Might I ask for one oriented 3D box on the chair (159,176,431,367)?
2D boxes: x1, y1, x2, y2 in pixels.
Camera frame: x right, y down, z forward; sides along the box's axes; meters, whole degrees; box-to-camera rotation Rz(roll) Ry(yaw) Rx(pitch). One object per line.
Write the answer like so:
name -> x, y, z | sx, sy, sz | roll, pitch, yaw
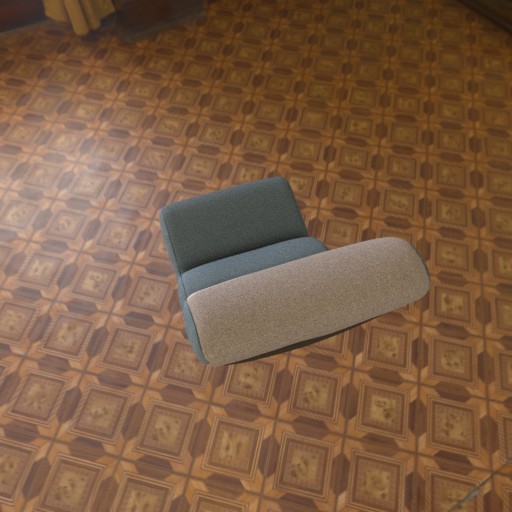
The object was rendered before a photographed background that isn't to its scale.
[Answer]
chair -> 0.000, 0.000, 1.083 | 0.420, 0.641, 0.661 | -16, 60, -10
